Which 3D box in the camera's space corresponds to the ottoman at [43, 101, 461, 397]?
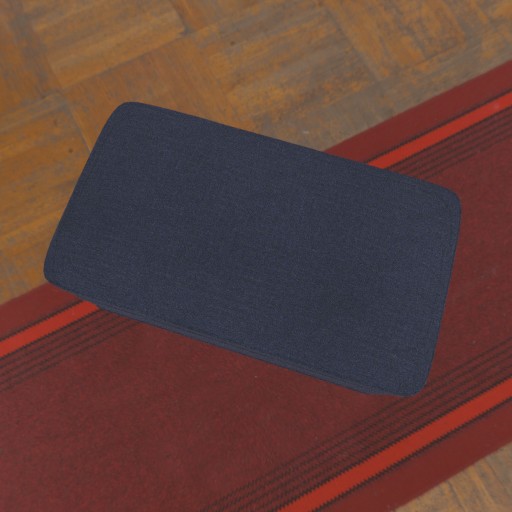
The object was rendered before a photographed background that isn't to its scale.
[{"bbox_3d":[0.000,0.000,1.193,0.895,0.453,0.505,17,75,5],"label":"ottoman"}]
